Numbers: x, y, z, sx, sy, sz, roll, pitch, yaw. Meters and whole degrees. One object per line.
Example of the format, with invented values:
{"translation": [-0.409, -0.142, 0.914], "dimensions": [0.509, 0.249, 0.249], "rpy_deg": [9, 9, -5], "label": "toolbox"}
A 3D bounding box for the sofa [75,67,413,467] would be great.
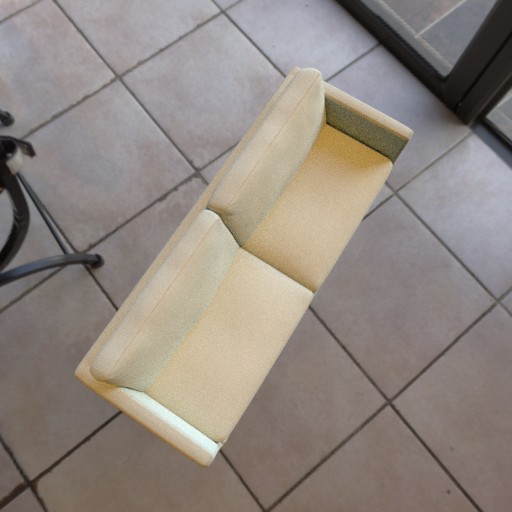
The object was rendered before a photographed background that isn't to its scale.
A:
{"translation": [0.000, 0.000, 2.949], "dimensions": [0.948, 0.965, 2.434], "rpy_deg": [32, 78, 8], "label": "sofa"}
